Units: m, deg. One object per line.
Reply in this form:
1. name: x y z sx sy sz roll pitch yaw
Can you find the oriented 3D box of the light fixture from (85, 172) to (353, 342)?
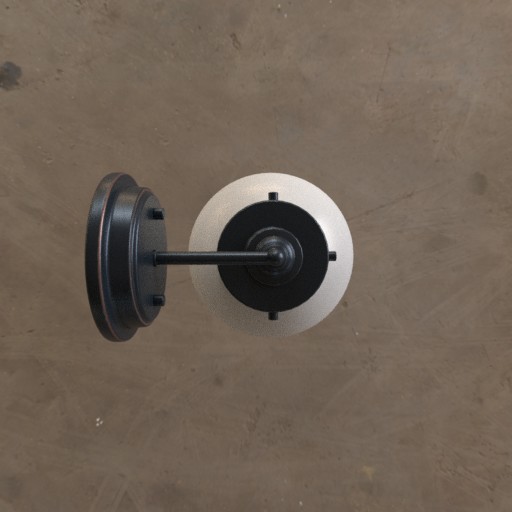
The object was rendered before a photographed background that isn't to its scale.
1. light fixture: 0.000 0.000 0.465 0.230 0.332 0.197 0 91 1
